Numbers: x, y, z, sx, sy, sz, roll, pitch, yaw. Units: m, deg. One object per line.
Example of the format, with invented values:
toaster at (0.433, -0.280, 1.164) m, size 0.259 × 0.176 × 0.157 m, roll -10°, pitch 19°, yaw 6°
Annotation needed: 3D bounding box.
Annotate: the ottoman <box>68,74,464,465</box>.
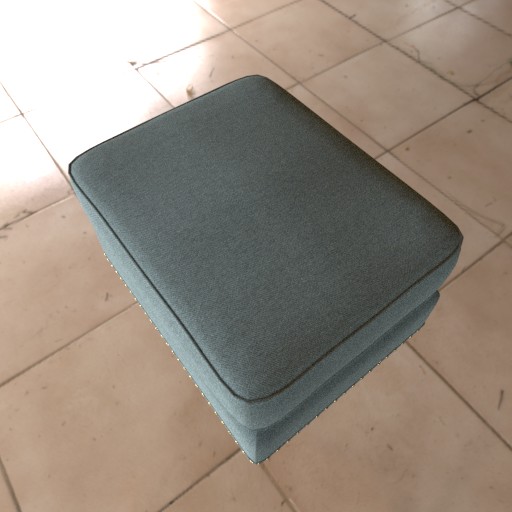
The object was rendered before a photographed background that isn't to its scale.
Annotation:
ottoman at (0.000, 0.000, 1.109) m, size 0.589 × 0.537 × 0.738 m, roll -33°, pitch 63°, yaw -20°
